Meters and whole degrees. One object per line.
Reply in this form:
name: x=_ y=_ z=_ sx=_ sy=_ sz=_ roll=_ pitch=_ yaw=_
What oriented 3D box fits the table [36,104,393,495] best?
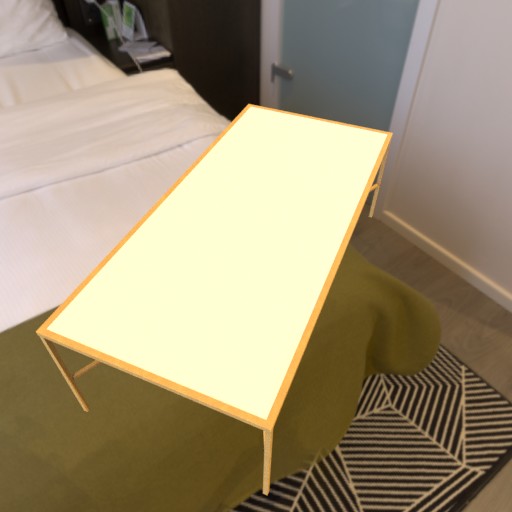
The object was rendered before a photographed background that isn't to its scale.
table: x=0.000 y=0.000 z=1.465 sx=0.580 sy=0.398 sz=1.206 roll=17 pitch=48 yaw=16
